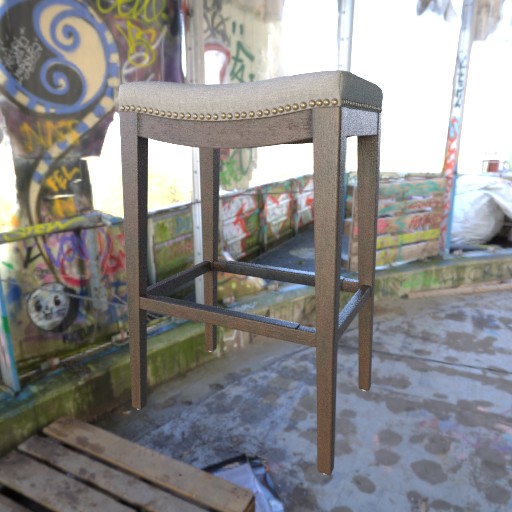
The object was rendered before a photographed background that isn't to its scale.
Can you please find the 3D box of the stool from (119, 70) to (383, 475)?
[{"bbox_3d":[0.000,0.000,1.037,0.508,0.762,0.356,8,18,26],"label":"stool"}]
